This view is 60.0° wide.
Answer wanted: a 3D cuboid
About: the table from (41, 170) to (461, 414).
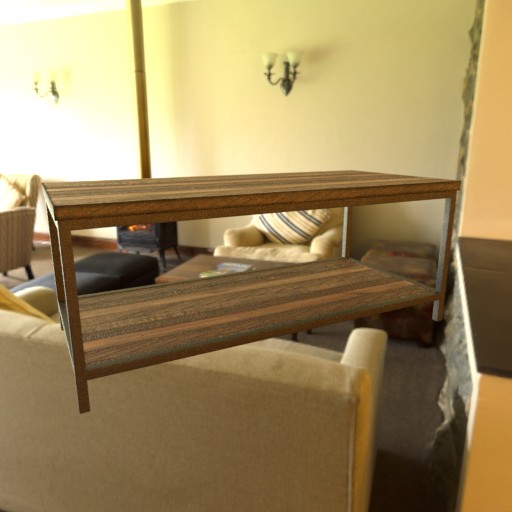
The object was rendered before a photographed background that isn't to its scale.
[{"bbox_3d":[0.000,0.000,1.199,0.990,0.399,0.452,-8,17,-26],"label":"table"}]
